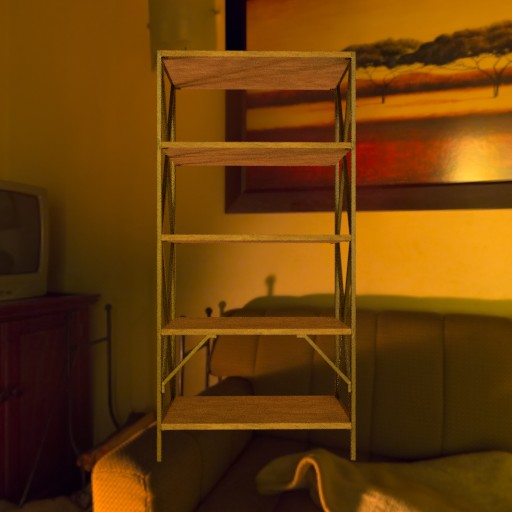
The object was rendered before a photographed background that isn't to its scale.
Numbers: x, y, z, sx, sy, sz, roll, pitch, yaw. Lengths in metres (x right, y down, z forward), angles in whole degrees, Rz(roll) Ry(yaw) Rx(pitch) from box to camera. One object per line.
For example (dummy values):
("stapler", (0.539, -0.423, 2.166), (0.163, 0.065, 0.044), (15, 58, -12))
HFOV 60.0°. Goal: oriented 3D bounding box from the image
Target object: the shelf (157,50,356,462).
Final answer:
("shelf", (0.000, 0.000, 2.141), (0.874, 1.803, 0.386), (0, 0, -1))
